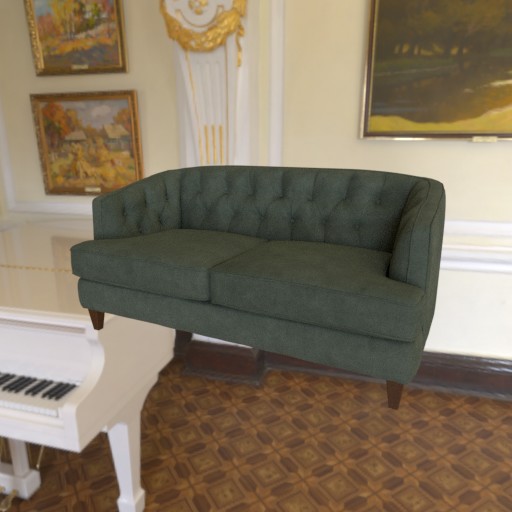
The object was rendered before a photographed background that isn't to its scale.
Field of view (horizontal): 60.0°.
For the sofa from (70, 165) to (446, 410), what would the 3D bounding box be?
[{"bbox_3d":[0.000,0.000,2.273,1.733,0.855,0.941,8,17,27],"label":"sofa"}]
